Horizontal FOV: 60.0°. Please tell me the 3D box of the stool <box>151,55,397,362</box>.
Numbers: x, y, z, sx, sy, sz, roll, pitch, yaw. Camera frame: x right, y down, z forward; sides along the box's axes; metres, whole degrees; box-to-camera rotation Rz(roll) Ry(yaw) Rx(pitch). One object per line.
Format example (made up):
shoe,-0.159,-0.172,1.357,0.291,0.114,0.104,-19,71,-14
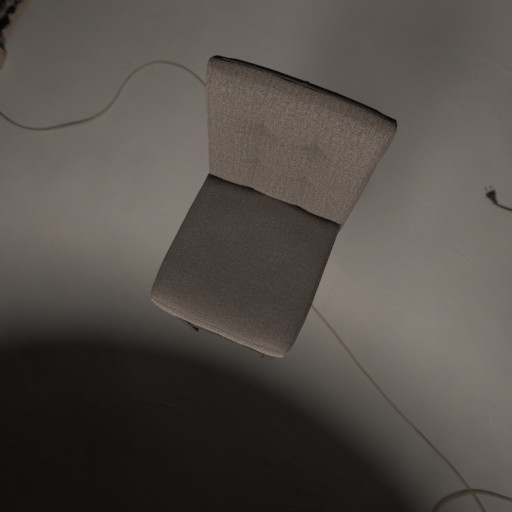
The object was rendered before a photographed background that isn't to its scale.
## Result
stool,0.000,0.000,1.336,0.411,1.047,0.548,22,78,5
